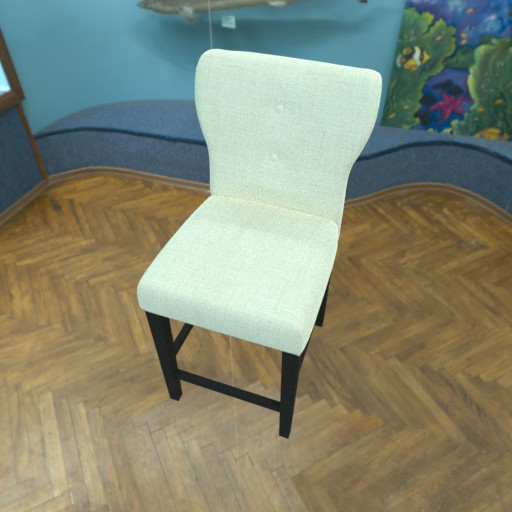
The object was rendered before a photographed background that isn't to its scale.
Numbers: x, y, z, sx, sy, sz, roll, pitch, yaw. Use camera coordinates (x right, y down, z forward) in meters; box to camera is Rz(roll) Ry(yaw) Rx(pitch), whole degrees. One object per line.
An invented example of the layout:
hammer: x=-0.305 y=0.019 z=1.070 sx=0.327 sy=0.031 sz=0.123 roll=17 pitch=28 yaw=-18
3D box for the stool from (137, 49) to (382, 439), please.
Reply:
stool: x=0.000 y=0.000 z=1.326 sx=0.514 sy=0.972 sz=0.603 roll=14 pitch=44 yaw=14
